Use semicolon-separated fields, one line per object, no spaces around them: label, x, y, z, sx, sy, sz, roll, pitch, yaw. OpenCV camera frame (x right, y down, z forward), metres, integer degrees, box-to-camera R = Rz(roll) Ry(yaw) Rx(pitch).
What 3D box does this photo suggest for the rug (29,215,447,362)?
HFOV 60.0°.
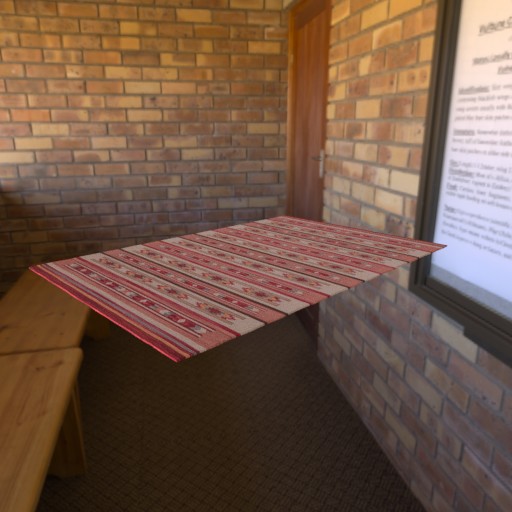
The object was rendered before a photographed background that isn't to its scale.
rug;0.000;0.000;2.286;1.817;0.008;1.223;-15;22;-42
